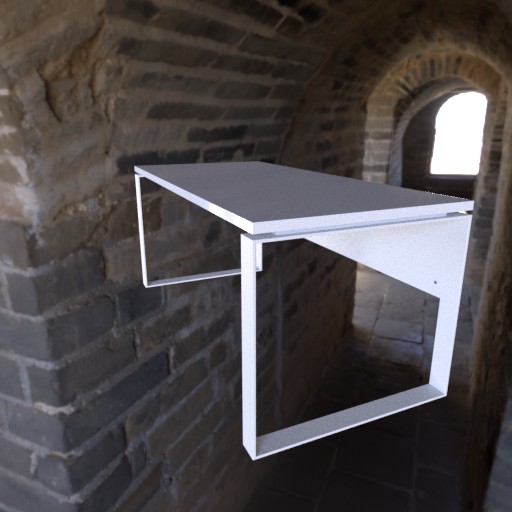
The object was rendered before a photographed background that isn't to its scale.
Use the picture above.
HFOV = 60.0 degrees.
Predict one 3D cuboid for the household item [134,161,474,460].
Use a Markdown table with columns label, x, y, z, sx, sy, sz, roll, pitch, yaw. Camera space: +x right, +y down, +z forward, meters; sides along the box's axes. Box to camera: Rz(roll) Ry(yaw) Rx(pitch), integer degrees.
| label | x | y | z | sx | sy | sz | roll | pitch | yaw |
| --- | --- | --- | --- | --- | --- | --- | --- | --- | --- |
| household item | 0.000 | 0.000 | 2.145 | 0.800 | 0.745 | 1.700 | -8 | 18 | -24 |
